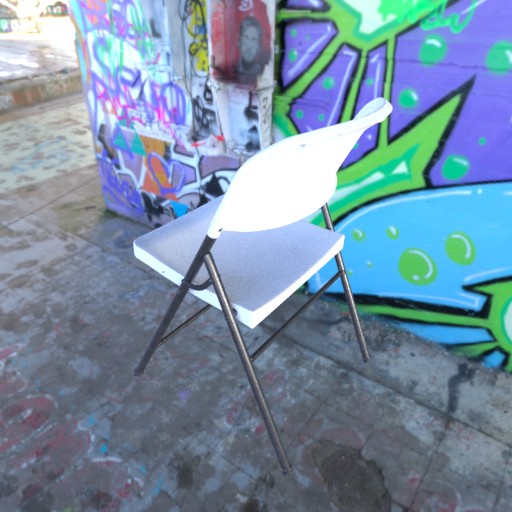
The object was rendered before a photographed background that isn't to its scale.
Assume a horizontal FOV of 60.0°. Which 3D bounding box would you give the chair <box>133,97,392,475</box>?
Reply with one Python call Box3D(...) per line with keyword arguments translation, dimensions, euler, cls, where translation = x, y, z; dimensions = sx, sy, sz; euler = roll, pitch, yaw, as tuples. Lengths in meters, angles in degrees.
Box3D(translation=(0.000, 0.000, 1.158), dimensions=(0.566, 0.810, 0.494), euler=(21, 37, 30), cls="chair")
